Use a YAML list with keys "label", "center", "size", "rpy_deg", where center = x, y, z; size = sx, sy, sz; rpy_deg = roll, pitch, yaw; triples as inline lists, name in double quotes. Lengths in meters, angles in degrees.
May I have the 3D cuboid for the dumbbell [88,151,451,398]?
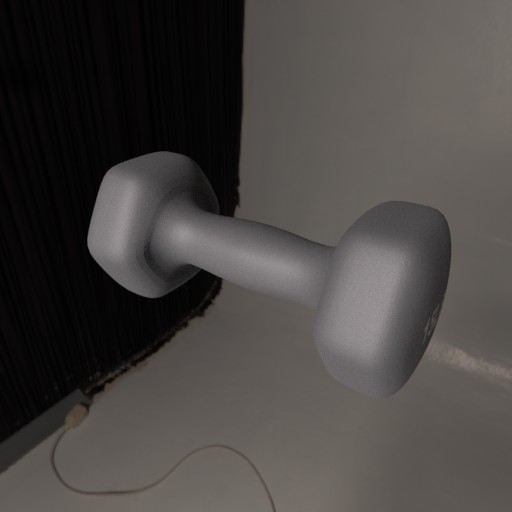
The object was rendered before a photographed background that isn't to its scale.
- label: "dumbbell"
  center: [0.000, 0.000, 0.302]
  size: [0.240, 0.105, 0.116]
  rpy_deg: [18, 34, 30]
